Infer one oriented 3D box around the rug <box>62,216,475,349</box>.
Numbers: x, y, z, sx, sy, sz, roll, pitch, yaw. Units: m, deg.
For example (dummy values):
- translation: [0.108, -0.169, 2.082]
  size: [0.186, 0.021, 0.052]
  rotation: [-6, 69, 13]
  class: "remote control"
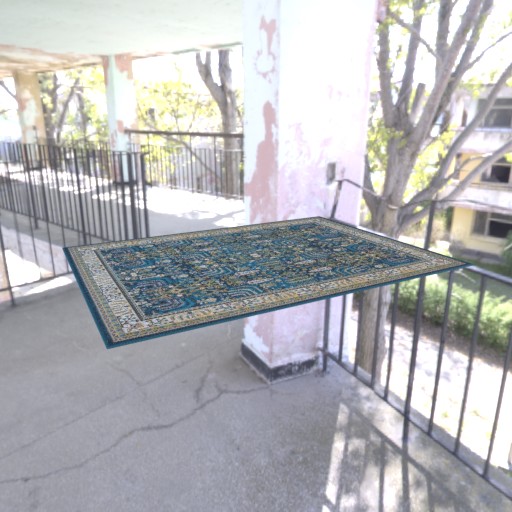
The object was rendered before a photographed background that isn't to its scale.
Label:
- translation: [0.000, 0.000, 4.027]
  size: [3.044, 0.015, 2.226]
  rotation: [-9, 19, -27]
  class: "rug"
